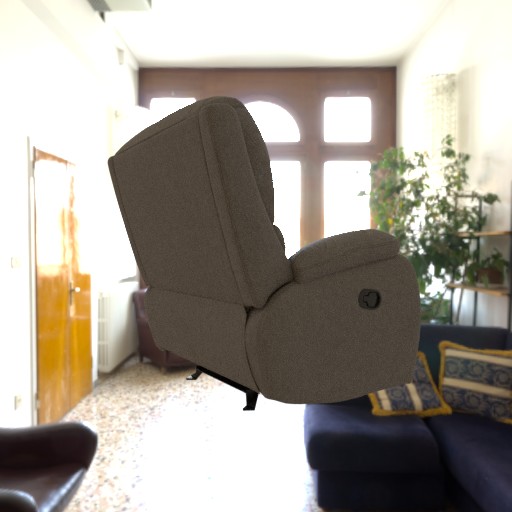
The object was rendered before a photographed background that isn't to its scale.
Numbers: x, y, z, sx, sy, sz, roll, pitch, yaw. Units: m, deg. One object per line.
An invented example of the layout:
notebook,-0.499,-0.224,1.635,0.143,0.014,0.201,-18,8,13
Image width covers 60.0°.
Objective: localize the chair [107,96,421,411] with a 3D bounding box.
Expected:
chair,0.000,0.000,1.739,0.899,1.011,0.930,-1,1,-35
